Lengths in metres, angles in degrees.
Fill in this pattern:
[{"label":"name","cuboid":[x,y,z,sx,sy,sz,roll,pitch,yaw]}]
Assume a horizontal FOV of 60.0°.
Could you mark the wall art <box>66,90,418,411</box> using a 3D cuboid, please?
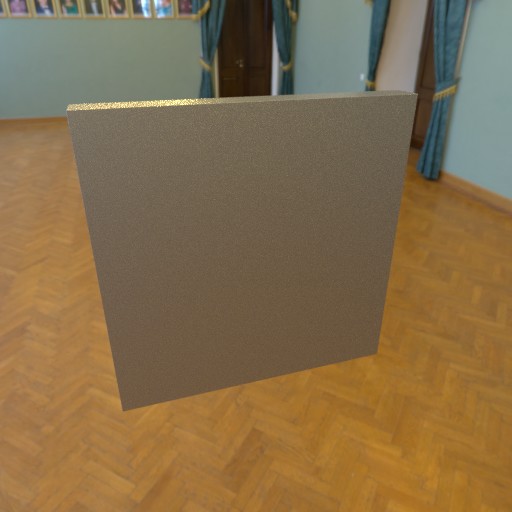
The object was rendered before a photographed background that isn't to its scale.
[{"label":"wall art","cuboid":[0.000,0.000,0.518,0.350,0.350,0.038,-8,28,-16]}]
